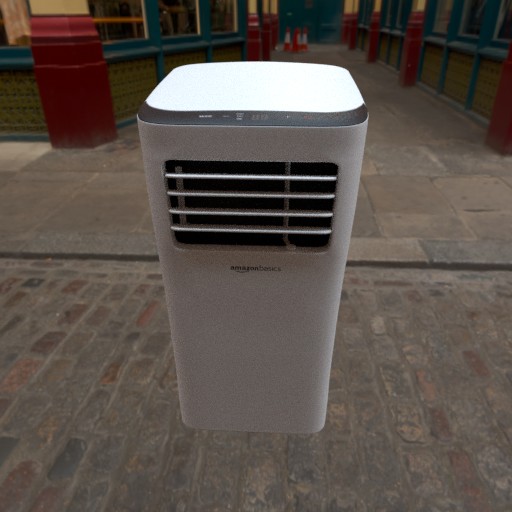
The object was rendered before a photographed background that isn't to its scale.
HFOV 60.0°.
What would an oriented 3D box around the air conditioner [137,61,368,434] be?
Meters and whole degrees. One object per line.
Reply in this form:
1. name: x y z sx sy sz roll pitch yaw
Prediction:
1. air conditioner: 0.000 0.000 0.928 0.352 0.716 0.369 1 29 3
